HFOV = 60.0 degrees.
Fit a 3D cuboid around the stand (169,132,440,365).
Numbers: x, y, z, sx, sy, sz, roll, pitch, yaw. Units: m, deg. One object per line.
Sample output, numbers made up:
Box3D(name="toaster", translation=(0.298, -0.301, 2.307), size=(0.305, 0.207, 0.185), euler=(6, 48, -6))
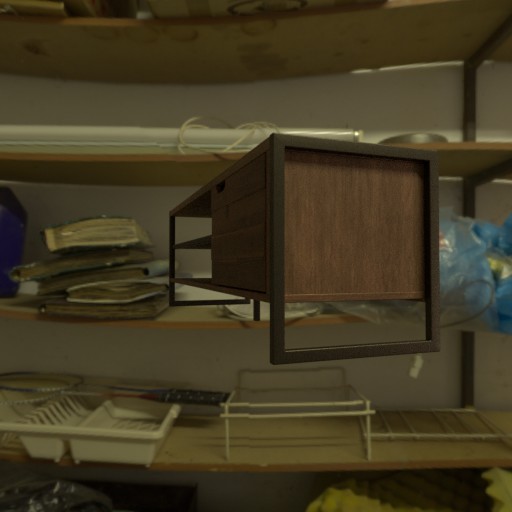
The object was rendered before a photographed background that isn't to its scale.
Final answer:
Box3D(name="stand", translation=(0.000, 0.000, 1.734), size=(0.454, 0.506, 1.480), euler=(0, -1, -20))
